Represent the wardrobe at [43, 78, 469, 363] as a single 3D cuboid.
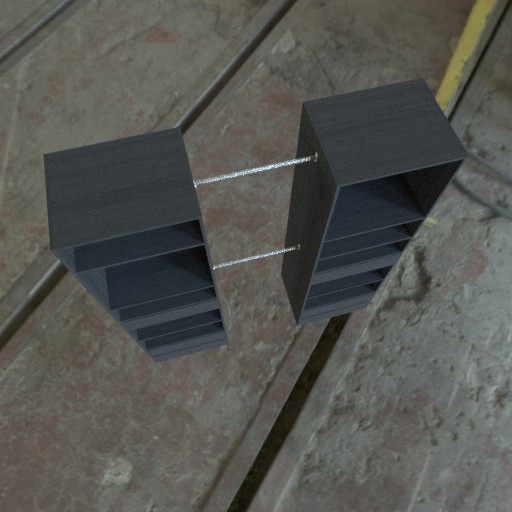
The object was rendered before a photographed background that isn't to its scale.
[{"bbox_3d":[0.000,0.000,2.810,1.770,2.000,0.480,-13,65,-6],"label":"wardrobe"}]
